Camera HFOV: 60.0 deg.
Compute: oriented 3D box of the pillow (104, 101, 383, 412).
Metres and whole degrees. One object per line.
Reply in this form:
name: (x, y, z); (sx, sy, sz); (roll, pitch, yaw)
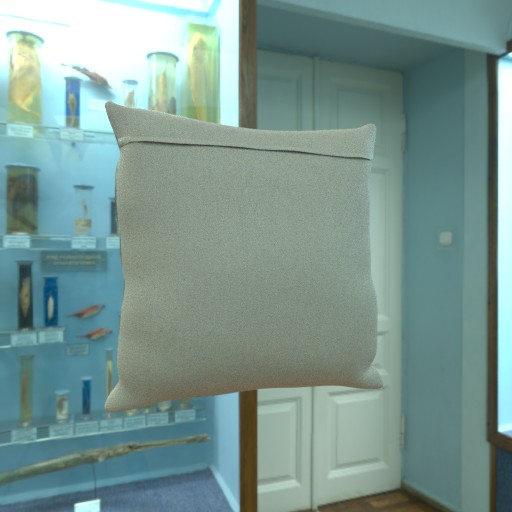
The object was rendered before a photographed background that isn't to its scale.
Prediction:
pillow: (0.000, 0.000, 0.679); (0.440, 0.441, 0.182); (0, 0, -18)
